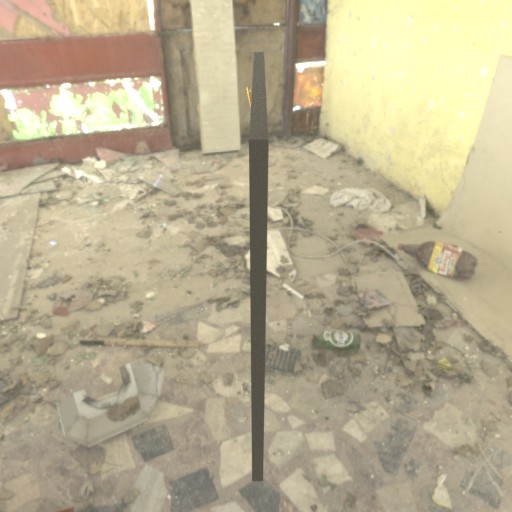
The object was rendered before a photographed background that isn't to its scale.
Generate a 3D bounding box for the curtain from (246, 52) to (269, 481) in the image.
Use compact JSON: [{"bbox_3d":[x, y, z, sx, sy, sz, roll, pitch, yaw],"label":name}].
[{"bbox_3d":[0.000,0.000,0.781,0.027,0.585,0.483,0,34,0],"label":"curtain"}]
